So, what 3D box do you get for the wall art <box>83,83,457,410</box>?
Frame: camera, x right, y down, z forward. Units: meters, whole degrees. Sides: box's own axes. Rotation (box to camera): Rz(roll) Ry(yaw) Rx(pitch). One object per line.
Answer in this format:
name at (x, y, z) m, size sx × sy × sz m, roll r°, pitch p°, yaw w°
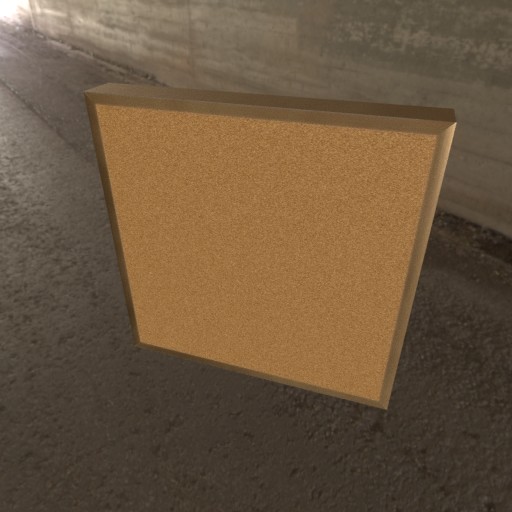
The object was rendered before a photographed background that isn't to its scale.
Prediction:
wall art at (0.000, 0.000, 0.443) m, size 0.305 × 0.303 × 0.038 m, roll 10°, pitch 34°, yaw 15°
